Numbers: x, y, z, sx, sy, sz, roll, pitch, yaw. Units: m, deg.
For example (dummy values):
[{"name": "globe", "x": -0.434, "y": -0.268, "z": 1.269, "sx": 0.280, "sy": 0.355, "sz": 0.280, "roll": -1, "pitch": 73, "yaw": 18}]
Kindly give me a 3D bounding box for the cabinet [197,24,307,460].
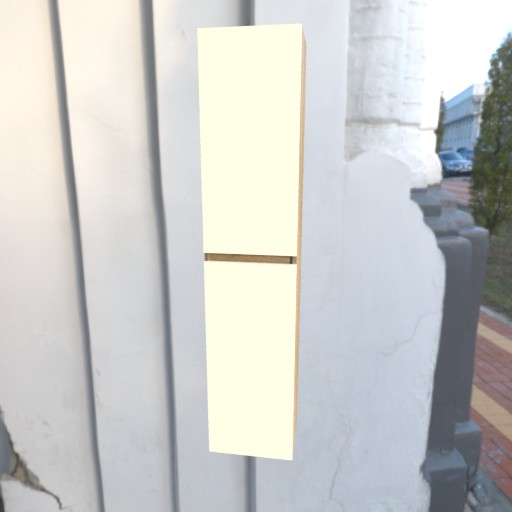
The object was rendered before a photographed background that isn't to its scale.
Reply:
[{"name": "cabinet", "x": 0.000, "y": 0.000, "z": 1.544, "sx": 0.300, "sy": 1.400, "sz": 0.270, "roll": 2, "pitch": 14, "yaw": 9}]
